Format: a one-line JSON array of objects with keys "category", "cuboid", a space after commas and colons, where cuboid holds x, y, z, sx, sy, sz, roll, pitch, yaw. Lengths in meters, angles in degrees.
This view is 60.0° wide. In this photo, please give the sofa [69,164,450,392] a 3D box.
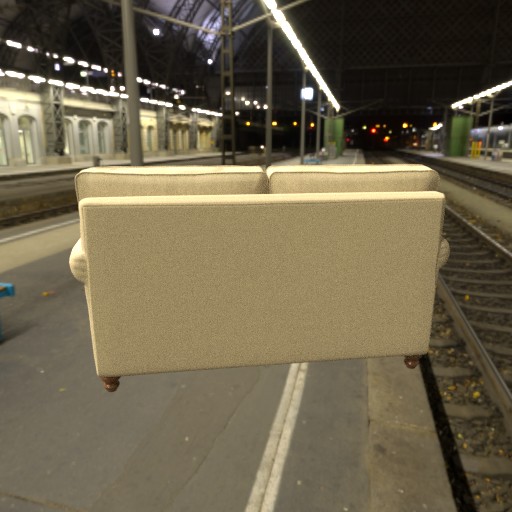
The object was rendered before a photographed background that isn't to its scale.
[{"category": "sofa", "cuboid": [0.000, 0.000, 2.268, 1.665, 0.937, 0.964, -2, 15, -8]}]
